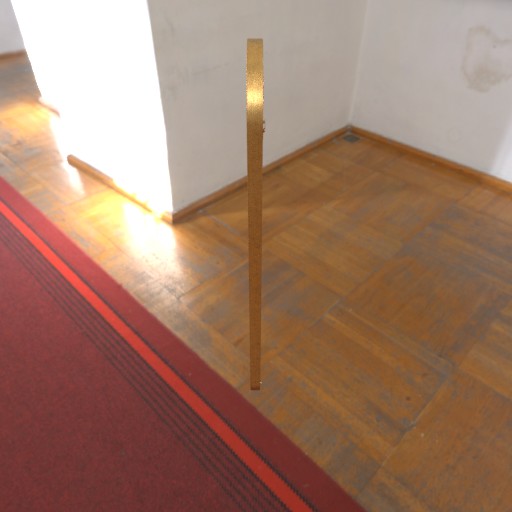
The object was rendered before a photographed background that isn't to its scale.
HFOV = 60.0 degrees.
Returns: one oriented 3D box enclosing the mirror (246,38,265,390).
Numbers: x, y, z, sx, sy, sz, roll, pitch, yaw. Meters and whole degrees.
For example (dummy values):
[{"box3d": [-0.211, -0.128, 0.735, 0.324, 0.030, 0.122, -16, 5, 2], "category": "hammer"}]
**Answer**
[{"box3d": [0.000, 0.000, 1.096, 0.032, 0.991, 0.222, 0, 41, 0], "category": "mirror"}]
